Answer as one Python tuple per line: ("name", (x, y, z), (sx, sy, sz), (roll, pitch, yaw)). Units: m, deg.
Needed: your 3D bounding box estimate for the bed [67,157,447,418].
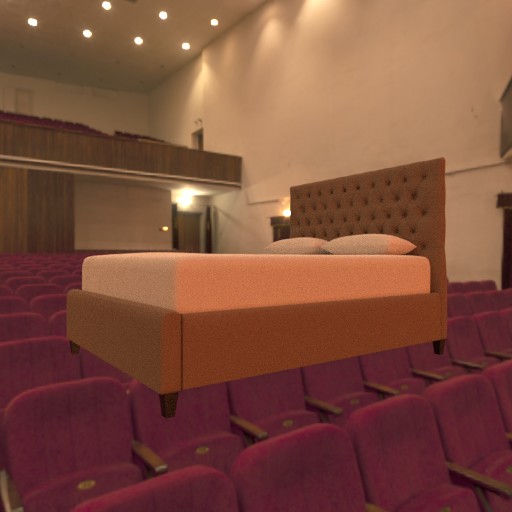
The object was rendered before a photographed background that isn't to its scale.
("bed", (0.000, 0.000, 3.234), (2.233, 1.426, 1.696), (0, 0, -36))
